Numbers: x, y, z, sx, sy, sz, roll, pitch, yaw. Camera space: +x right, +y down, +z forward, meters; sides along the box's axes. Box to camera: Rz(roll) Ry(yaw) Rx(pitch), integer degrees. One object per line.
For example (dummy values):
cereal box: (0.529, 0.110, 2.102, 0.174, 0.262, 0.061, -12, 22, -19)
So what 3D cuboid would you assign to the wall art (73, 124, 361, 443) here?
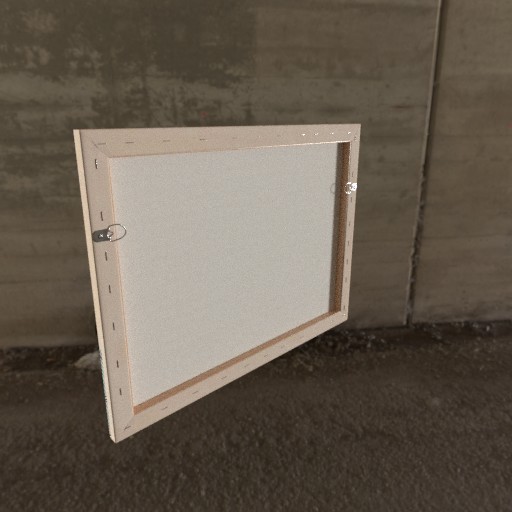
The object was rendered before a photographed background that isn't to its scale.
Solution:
wall art: (0.000, 0.000, 1.619, 1.219, 0.912, 0.042, -17, 24, -42)
